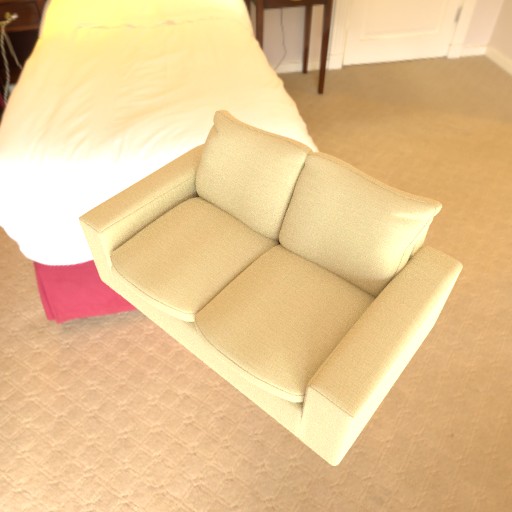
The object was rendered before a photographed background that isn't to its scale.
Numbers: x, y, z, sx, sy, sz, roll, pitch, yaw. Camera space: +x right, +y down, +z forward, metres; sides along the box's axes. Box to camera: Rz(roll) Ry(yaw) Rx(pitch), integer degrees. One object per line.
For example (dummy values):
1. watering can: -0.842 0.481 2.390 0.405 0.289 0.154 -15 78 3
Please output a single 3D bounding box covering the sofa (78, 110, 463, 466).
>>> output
1. sofa: 0.000 0.000 2.345 1.754 0.875 1.091 31 53 27
